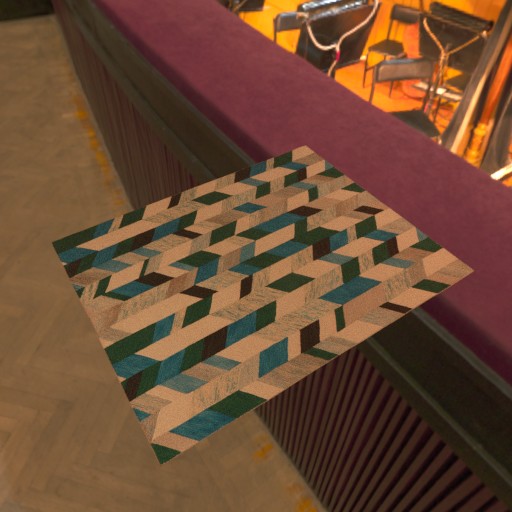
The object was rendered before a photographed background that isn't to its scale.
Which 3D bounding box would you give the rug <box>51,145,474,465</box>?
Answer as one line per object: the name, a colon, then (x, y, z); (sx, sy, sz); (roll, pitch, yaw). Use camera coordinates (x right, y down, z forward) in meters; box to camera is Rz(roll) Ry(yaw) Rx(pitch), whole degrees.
rug: (0.000, 0.000, 4.060); (3.036, 0.008, 2.440); (-25, 51, -22)
